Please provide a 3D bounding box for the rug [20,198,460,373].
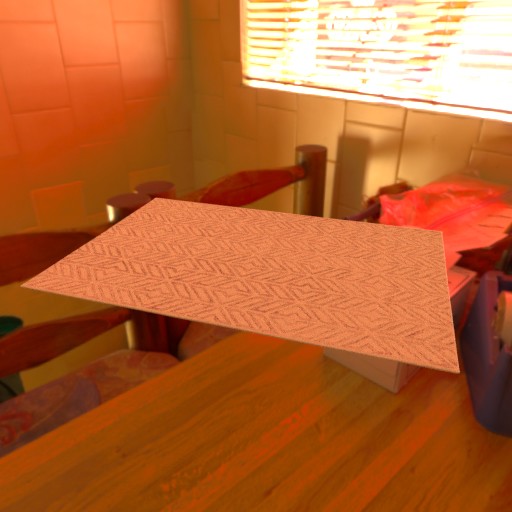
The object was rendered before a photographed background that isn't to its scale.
[{"bbox_3d":[0.000,0.000,2.251,1.828,0.007,1.220,8,28,16],"label":"rug"}]
